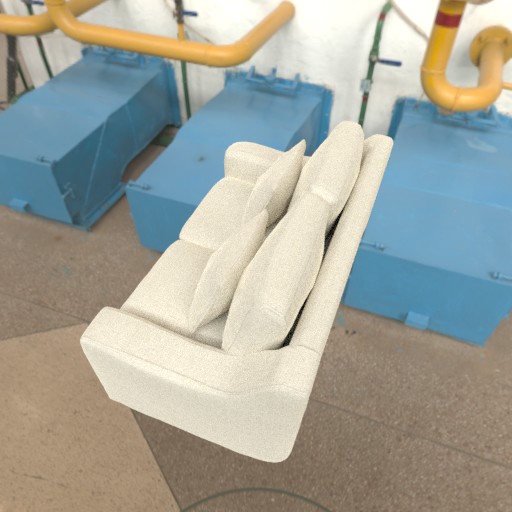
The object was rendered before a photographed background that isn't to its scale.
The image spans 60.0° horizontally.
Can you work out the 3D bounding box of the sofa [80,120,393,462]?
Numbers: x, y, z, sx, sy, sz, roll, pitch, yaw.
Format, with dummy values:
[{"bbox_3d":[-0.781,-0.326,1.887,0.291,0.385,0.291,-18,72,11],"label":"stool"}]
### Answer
[{"bbox_3d":[0.000,0.000,2.380,1.040,1.047,1.744,16,49,15],"label":"sofa"}]
